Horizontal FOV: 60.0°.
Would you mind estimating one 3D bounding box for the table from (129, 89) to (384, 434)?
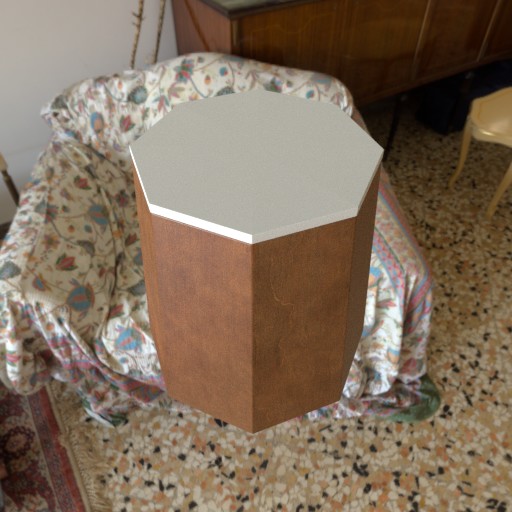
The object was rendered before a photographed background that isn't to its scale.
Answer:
[{"bbox_3d":[0.000,0.000,0.810,0.439,0.457,0.439,16,48,15],"label":"table"}]
